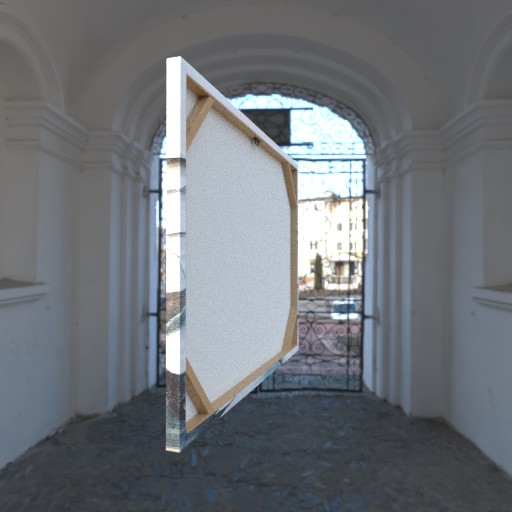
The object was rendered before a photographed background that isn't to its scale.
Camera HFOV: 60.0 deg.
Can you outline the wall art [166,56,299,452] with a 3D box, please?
[{"bbox_3d":[0.000,0.000,1.604,0.039,0.915,1.219,0,-1,18],"label":"wall art"}]
